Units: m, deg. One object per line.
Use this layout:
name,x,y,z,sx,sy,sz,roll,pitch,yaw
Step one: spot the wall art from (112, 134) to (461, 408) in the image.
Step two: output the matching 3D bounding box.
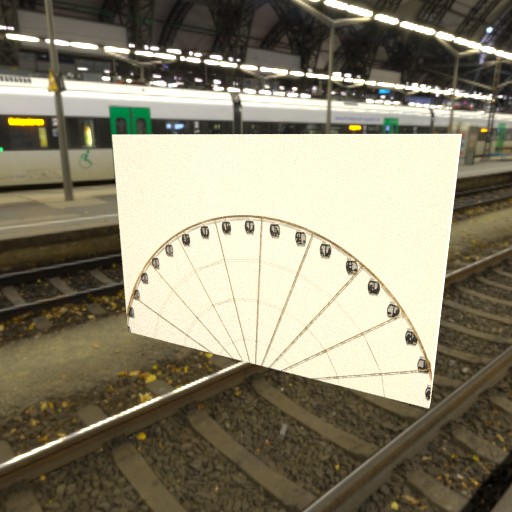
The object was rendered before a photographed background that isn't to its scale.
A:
wall art,0.000,0.000,1.451,1.144,0.767,0.038,8,17,26
